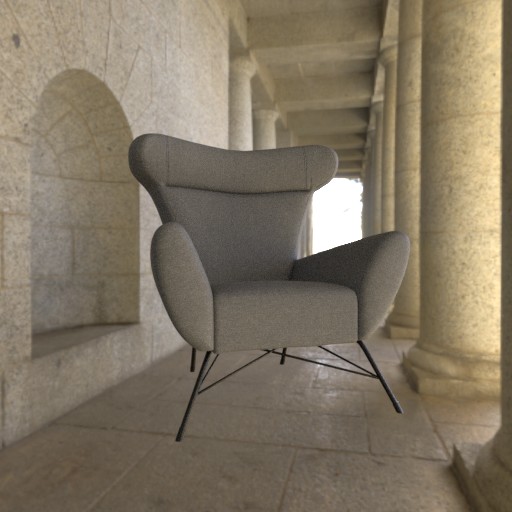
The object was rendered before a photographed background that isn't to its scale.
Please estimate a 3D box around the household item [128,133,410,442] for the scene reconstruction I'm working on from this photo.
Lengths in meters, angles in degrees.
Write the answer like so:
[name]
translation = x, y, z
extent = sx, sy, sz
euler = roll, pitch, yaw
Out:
[household item]
translation = 0.000, 0.000, 1.799
extent = 0.980, 1.050, 0.900
euler = 0, 1, -17
